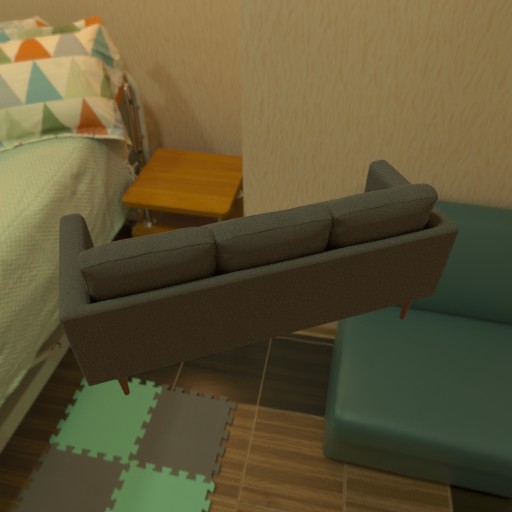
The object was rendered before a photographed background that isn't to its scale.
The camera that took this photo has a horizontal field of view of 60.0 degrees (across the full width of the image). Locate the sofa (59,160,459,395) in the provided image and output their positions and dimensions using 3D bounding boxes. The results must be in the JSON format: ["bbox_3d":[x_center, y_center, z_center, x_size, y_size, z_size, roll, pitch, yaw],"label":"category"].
[{"bbox_3d":[0.000,0.000,2.551,2.029,0.912,0.802,-12,43,-13],"label":"sofa"}]
